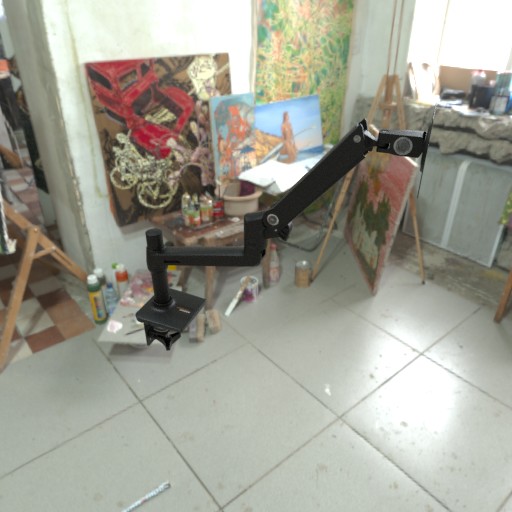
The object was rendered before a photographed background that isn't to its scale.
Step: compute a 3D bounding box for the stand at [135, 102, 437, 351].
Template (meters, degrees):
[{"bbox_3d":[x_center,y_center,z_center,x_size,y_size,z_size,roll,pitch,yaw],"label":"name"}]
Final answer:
[{"bbox_3d":[0.000,0.000,1.030,0.650,0.713,0.152,11,32,18],"label":"stand"}]
